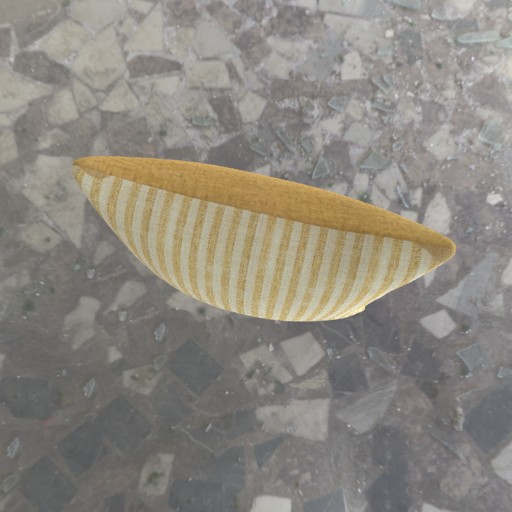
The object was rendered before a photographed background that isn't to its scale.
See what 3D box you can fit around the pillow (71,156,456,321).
[{"bbox_3d":[0.000,0.000,0.652,0.419,0.407,0.173,13,76,3],"label":"pillow"}]
